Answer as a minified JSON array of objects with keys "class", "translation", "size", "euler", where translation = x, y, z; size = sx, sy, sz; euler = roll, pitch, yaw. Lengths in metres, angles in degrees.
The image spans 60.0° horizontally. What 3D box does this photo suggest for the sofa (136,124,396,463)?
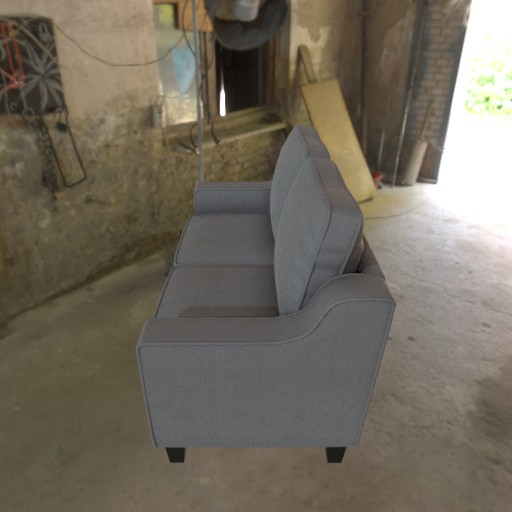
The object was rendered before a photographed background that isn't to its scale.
[{"class":"sofa","translation":[0.000,0.000,2.009],"size":[0.791,0.948,1.500],"euler":[0,28,0]}]
